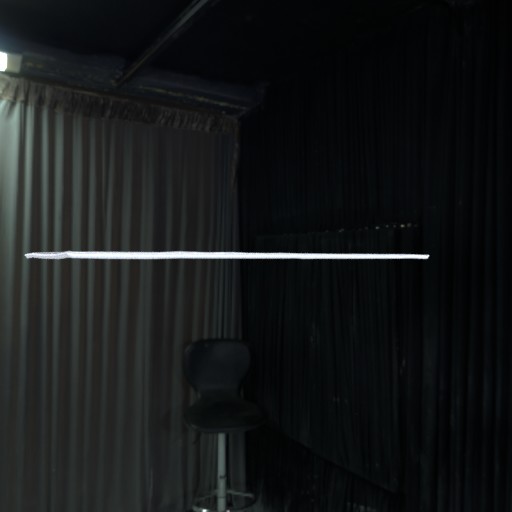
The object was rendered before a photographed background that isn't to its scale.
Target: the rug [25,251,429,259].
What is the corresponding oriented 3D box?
[{"bbox_3d":[0.000,0.000,2.677,2.381,0.035,0.832,0,0,-37],"label":"rug"}]
